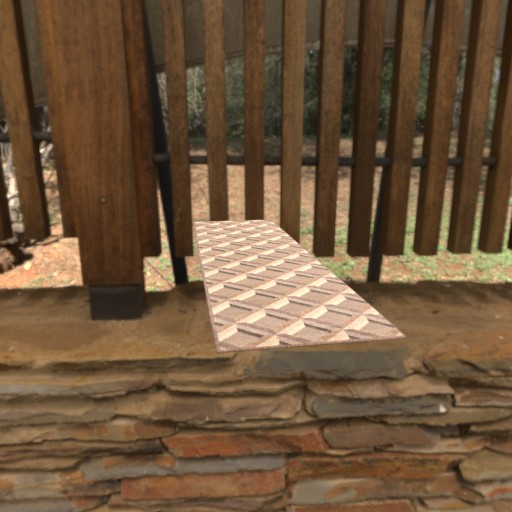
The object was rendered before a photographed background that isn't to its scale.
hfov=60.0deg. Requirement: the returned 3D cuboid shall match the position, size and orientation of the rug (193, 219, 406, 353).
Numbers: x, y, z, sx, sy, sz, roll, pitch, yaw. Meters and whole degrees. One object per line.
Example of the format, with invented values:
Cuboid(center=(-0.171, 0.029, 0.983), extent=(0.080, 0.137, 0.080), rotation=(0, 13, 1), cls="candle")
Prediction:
Cuboid(center=(0.000, 0.000, 2.695), extent=(0.685, 0.013, 2.437), rotation=(-2, 15, -9), cls="rug")
